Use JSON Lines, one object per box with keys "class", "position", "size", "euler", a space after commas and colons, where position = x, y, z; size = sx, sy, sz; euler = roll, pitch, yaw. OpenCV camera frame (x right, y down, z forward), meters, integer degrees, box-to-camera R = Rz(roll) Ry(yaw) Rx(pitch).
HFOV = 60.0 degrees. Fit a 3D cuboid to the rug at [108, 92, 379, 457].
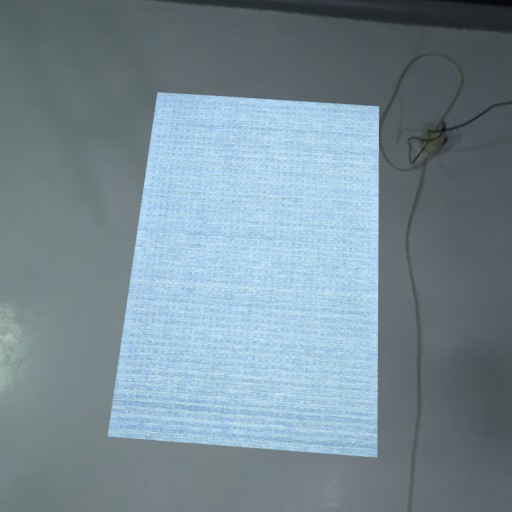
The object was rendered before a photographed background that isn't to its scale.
{"class": "rug", "position": [0.000, 0.000, 3.607], "size": [1.982, 0.006, 2.895], "euler": [4, 76, 1]}
